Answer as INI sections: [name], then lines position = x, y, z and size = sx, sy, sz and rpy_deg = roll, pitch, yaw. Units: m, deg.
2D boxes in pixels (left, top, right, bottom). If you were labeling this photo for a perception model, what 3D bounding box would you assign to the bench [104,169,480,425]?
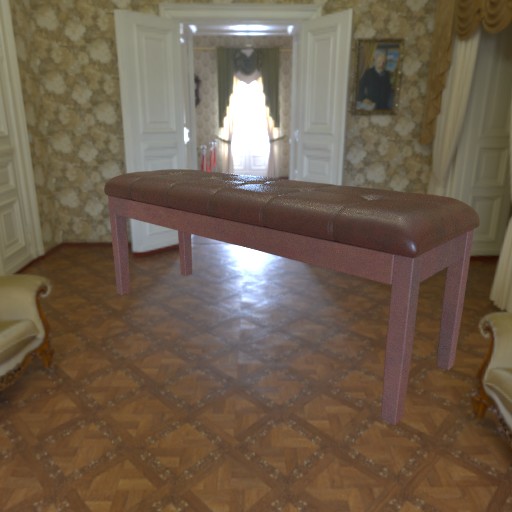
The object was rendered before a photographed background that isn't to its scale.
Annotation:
[bench]
position = 0.000, 0.000, 1.486
size = 1.259, 0.491, 0.401
rpy_deg = 15, 22, 41
